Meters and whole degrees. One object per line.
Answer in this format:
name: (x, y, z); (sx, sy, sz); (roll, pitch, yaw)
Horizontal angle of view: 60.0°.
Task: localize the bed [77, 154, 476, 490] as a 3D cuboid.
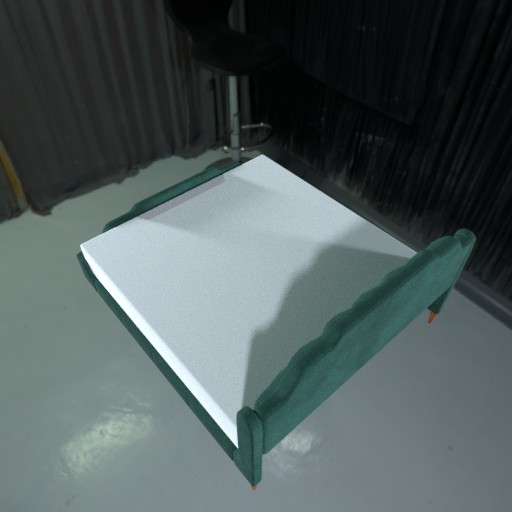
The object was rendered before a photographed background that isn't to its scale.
bed: (0.000, 0.000, 3.503); (2.074, 1.245, 2.340); (-32, 54, -27)
